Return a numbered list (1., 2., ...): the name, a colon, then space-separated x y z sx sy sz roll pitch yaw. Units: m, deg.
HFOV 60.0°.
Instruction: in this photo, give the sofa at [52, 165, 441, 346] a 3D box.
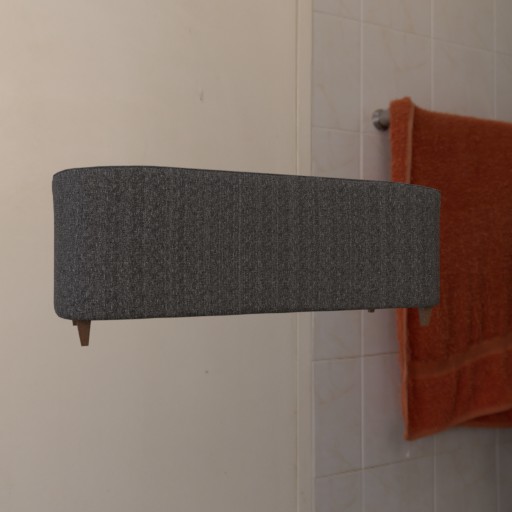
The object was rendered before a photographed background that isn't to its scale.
1. sofa: 0.000 0.000 2.739 2.278 0.855 0.941 0 0 -19
